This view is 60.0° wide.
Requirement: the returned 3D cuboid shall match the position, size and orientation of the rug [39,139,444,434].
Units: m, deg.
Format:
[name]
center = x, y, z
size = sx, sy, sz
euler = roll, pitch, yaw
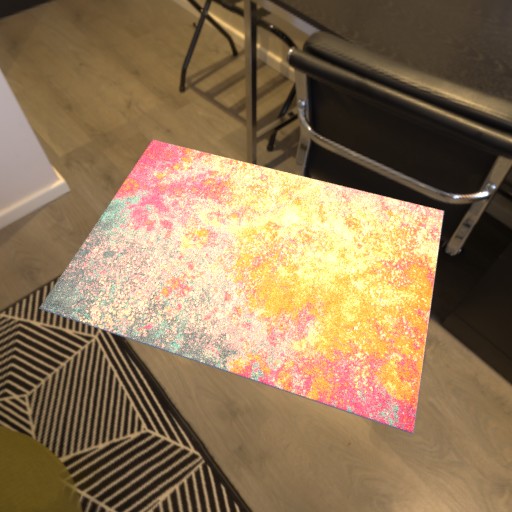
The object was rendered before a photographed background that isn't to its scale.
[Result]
[rug]
center = 0.000, 0.000, 3.713
size = 2.896, 0.013, 2.007
euler = 16, 58, 10
